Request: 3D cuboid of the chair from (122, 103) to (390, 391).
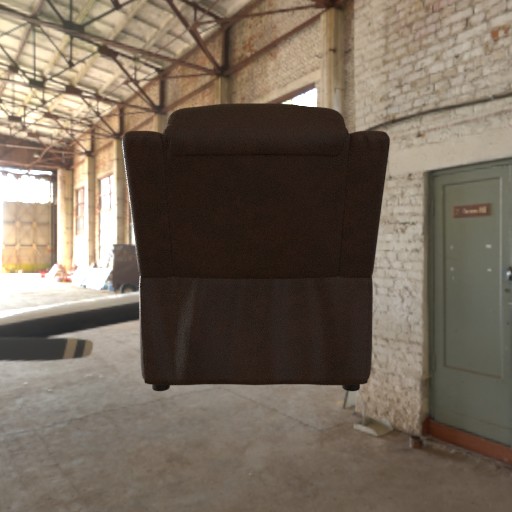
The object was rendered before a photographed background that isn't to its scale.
[{"bbox_3d":[0.000,0.000,1.312,0.680,0.702,0.707,0,0,0],"label":"chair"}]
